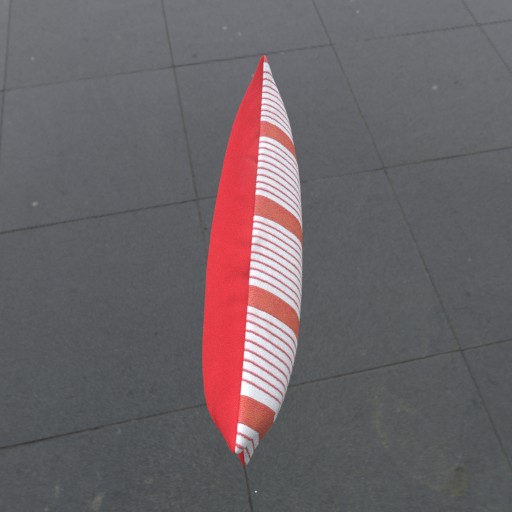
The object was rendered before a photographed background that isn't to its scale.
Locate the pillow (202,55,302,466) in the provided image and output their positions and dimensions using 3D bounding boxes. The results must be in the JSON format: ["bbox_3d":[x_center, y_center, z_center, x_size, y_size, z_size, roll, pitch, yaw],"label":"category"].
[{"bbox_3d":[0.000,0.000,0.719,0.151,0.297,0.608,3,62,2],"label":"pillow"}]
